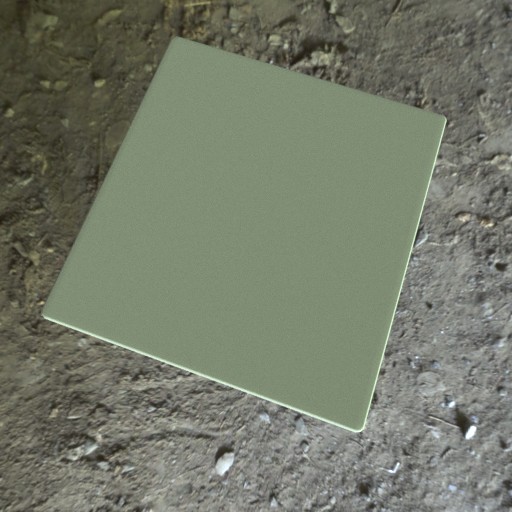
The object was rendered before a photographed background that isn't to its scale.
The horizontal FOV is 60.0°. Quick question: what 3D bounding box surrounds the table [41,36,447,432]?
[{"bbox_3d":[0.000,0.000,0.973,0.500,0.563,0.533,19,76,5],"label":"table"}]
